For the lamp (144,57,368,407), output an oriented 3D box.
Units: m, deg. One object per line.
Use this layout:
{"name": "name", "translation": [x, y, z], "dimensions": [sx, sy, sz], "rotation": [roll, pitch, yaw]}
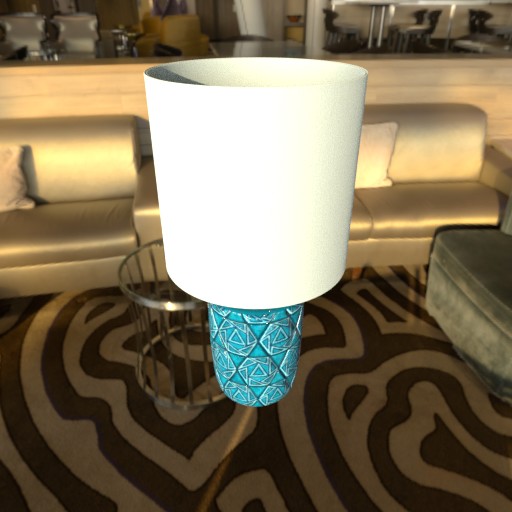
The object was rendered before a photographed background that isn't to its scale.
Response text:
{"name": "lamp", "translation": [0.000, 0.000, 0.482], "dimensions": [0.193, 0.377, 0.193], "rotation": [-9, 31, -15]}
